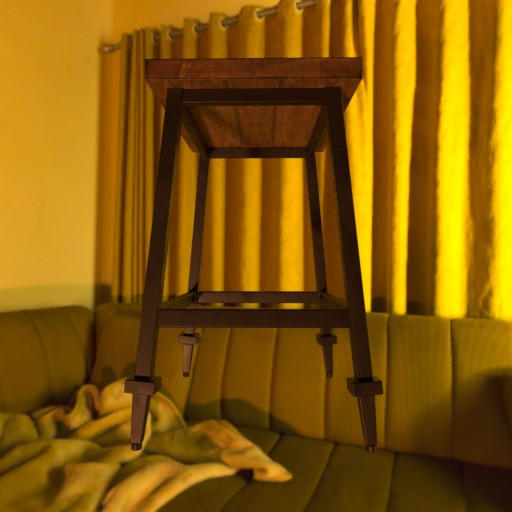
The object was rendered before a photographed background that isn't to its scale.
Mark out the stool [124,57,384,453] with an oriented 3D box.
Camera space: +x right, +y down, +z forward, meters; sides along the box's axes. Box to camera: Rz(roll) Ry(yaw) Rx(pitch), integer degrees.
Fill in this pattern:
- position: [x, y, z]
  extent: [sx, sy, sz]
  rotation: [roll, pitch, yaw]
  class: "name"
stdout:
- position: [0.000, 0.000, 0.935]
  extent: [0.405, 0.625, 0.486]
  rotation: [0, -1, 1]
  class: "stool"
